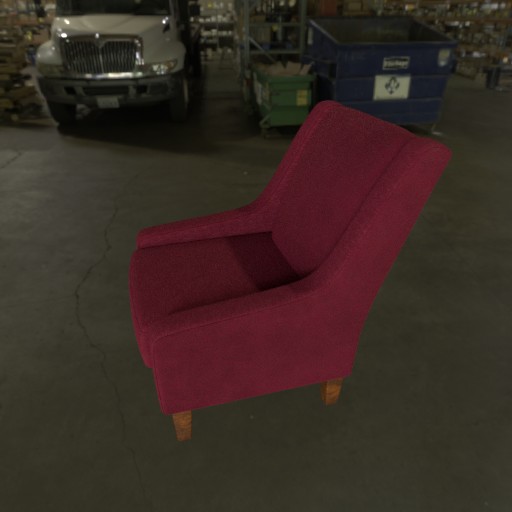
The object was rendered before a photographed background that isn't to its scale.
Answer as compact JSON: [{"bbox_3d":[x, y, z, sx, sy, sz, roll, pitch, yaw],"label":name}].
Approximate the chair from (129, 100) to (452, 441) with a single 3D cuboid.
[{"bbox_3d":[0.000,0.000,1.732,0.985,1.017,0.793,-8,30,-15],"label":"chair"}]
